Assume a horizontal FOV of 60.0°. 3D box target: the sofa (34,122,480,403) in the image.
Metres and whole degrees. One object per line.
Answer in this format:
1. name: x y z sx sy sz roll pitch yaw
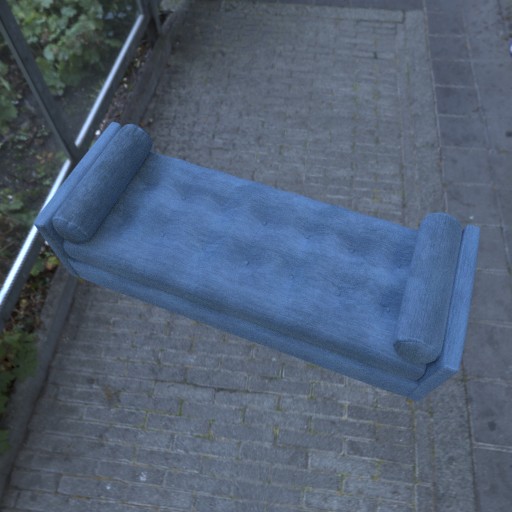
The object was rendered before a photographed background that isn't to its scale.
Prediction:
1. sofa: 0.000 0.000 2.434 2.102 0.705 0.796 18 61 11
